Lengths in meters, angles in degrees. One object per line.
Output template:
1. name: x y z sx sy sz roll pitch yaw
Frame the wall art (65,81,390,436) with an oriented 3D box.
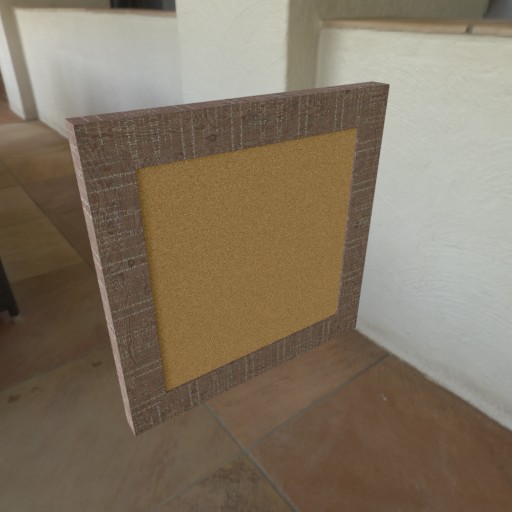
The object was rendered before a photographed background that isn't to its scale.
1. wall art: 0.000 0.000 0.780 0.531 0.531 0.040 -18 34 -29
